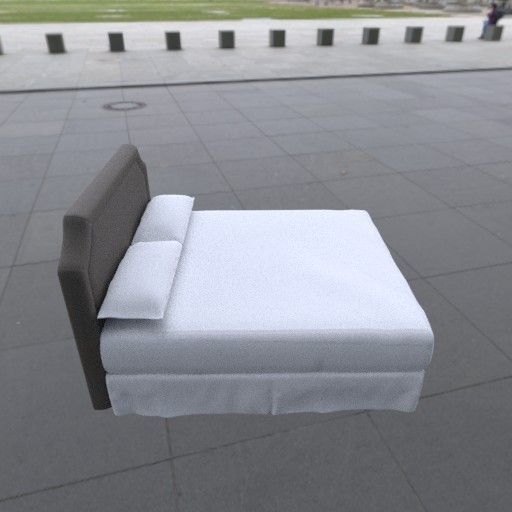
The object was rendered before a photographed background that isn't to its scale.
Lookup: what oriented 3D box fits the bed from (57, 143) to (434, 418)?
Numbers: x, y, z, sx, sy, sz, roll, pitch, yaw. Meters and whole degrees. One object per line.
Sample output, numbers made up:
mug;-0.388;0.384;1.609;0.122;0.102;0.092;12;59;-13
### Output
bed;0.000;0.000;3.918;2.536;1.561;2.194;0;31;-1
